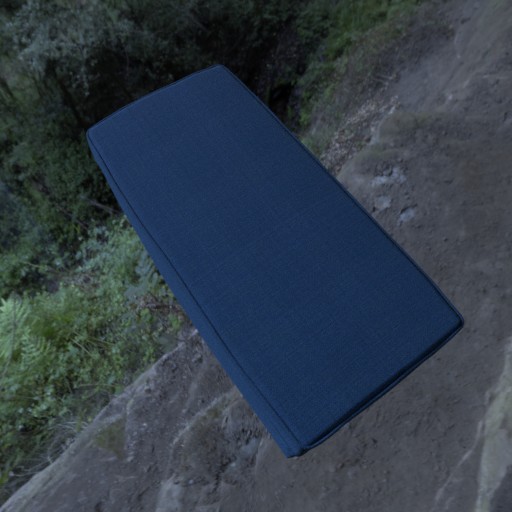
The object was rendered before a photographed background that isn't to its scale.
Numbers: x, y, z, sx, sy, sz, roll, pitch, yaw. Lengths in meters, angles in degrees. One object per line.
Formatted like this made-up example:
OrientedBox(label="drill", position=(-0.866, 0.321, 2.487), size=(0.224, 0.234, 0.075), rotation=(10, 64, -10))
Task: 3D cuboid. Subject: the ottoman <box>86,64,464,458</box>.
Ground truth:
OrientedBox(label="ottoman", position=(0.000, 0.000, 1.213), size=(0.474, 0.474, 0.943), rotation=(-32, 68, -14))
